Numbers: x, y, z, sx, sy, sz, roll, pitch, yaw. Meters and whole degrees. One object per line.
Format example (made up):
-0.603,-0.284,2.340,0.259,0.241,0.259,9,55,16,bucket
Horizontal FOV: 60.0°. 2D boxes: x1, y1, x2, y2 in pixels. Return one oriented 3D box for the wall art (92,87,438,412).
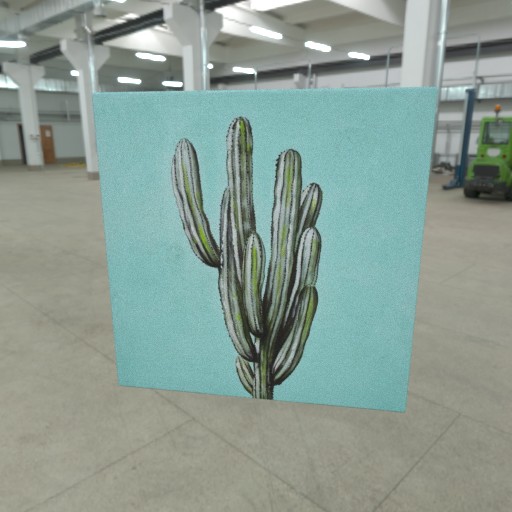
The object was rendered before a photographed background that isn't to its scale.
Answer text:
0.000,0.000,1.092,0.765,0.766,0.054,2,15,9,wall art
